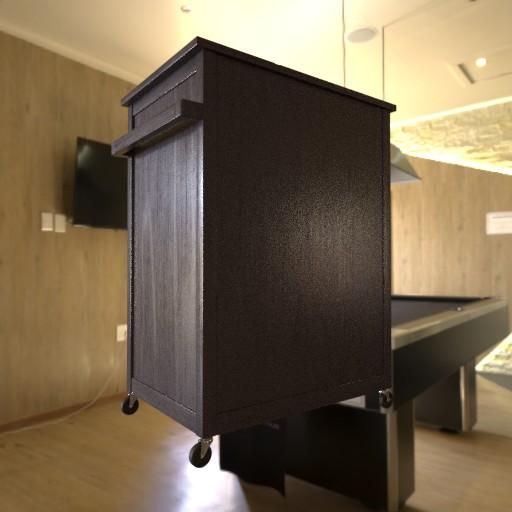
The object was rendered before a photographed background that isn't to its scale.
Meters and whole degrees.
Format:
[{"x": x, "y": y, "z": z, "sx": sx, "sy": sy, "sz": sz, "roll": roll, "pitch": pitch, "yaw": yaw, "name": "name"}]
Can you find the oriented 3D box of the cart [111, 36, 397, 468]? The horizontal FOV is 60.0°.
[{"x": 0.000, "y": 0.000, "z": 1.256, "sx": 0.690, "sy": 0.878, "sz": 0.449, "roll": 1, "pitch": -1, "yaw": -37, "name": "cart"}]
